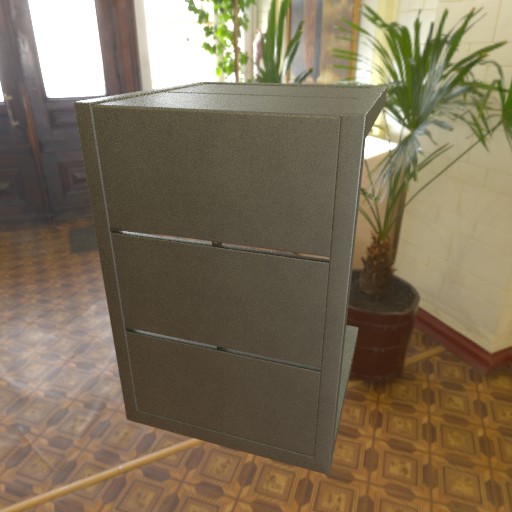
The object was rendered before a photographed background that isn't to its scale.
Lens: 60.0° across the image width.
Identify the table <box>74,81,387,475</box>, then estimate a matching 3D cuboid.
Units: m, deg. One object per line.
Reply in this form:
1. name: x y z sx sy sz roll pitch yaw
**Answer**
1. table: 0.000 0.000 0.878 0.405 0.609 0.420 8 27 16
